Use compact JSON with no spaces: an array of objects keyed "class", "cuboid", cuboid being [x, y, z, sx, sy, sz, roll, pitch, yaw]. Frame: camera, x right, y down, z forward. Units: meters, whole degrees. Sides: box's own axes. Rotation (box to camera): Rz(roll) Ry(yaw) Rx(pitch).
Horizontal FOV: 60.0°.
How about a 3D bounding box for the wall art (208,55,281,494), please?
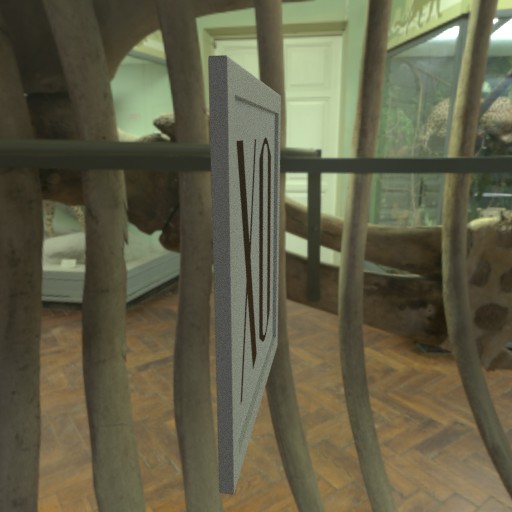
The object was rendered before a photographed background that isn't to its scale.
[{"class":"wall art","cuboid":[0.000,0.000,0.730,0.020,0.536,0.444,3,15,10]}]
